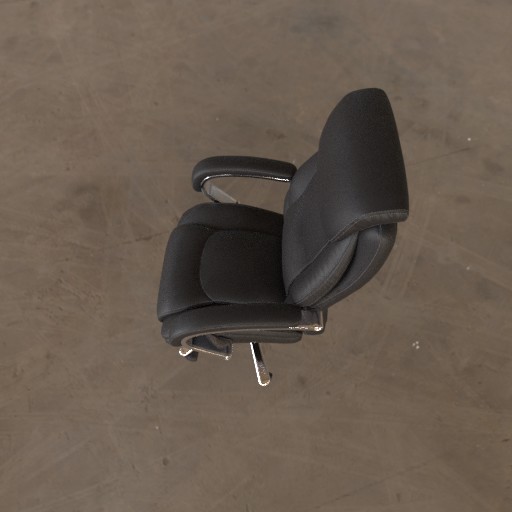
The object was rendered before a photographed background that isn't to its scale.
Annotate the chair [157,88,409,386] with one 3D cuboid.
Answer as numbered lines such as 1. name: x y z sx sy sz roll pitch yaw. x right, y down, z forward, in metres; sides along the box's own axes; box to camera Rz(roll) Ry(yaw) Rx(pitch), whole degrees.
1. chair: 0.000 0.000 1.691 0.790 1.183 0.755 1 58 1
